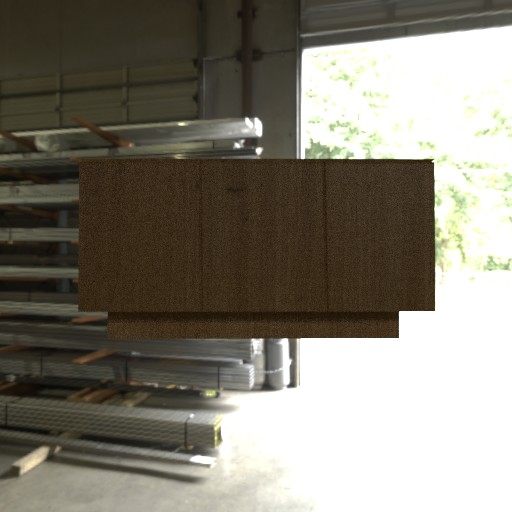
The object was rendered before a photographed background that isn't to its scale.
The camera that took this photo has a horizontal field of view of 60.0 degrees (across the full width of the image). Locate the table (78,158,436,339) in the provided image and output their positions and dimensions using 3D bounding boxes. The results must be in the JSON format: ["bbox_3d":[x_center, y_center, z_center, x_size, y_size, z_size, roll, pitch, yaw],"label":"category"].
[{"bbox_3d":[0.000,0.000,1.396,0.678,0.353,1.110,0,-1,0],"label":"table"}]
